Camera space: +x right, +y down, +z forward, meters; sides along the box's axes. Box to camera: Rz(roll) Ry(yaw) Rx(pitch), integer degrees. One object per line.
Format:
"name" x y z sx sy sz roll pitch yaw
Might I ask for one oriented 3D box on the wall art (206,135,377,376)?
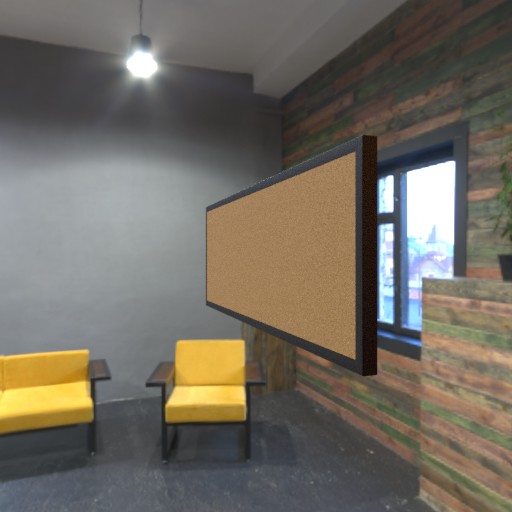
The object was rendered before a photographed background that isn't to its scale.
"wall art" 0.000 0.000 1.764 0.041 0.554 1.572 0 0 -20
